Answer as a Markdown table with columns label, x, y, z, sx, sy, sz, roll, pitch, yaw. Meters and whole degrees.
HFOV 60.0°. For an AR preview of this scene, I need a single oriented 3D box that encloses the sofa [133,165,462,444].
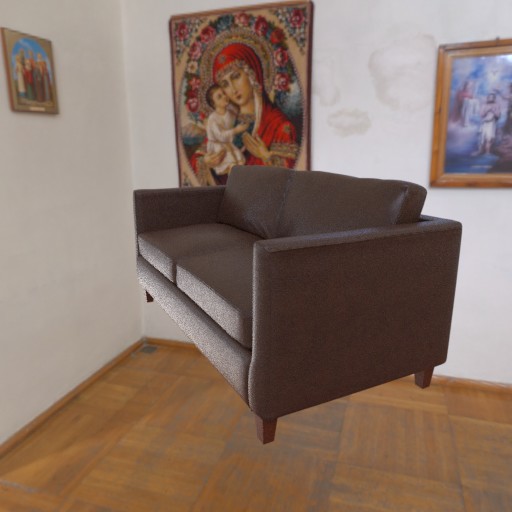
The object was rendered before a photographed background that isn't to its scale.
| label | x | y | z | sx | sy | sz | roll | pitch | yaw |
| --- | --- | --- | --- | --- | --- | --- | --- | --- | --- |
| sofa | 0.000 | 0.000 | 2.443 | 0.951 | 0.933 | 1.883 | -7 | 16 | -27 |
